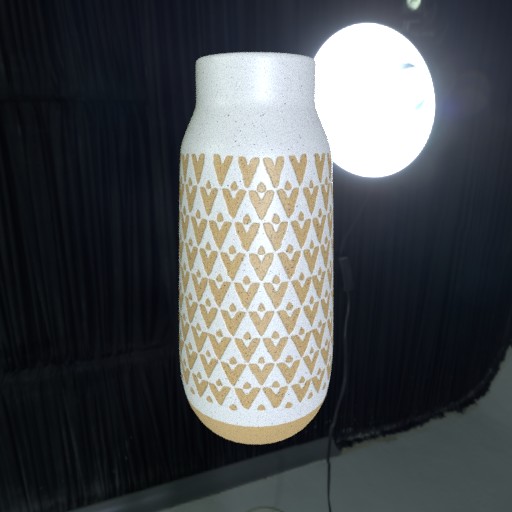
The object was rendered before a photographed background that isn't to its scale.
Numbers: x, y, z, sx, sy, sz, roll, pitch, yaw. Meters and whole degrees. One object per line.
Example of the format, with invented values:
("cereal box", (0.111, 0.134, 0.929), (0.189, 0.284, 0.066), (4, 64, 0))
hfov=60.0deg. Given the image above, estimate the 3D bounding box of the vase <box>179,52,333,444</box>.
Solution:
("vase", (0.000, 0.000, 0.378), (0.137, 0.307, 0.137), (0, 17, 0))
